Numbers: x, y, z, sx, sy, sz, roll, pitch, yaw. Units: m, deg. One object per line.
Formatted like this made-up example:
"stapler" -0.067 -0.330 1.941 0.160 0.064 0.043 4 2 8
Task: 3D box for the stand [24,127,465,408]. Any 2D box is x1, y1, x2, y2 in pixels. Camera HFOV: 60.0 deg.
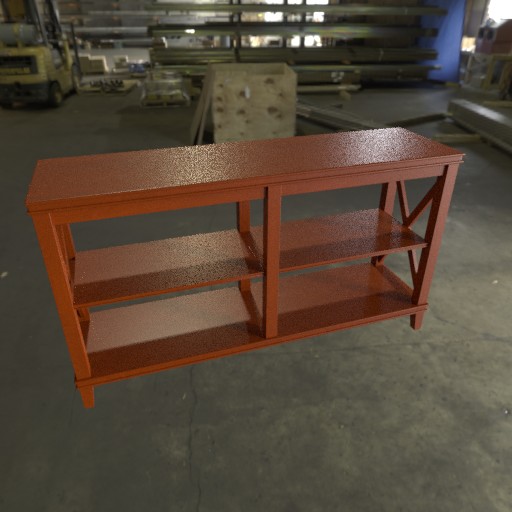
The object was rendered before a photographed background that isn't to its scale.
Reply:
"stand" 0.000 0.000 1.659 1.372 0.762 0.381 -9 31 -16
